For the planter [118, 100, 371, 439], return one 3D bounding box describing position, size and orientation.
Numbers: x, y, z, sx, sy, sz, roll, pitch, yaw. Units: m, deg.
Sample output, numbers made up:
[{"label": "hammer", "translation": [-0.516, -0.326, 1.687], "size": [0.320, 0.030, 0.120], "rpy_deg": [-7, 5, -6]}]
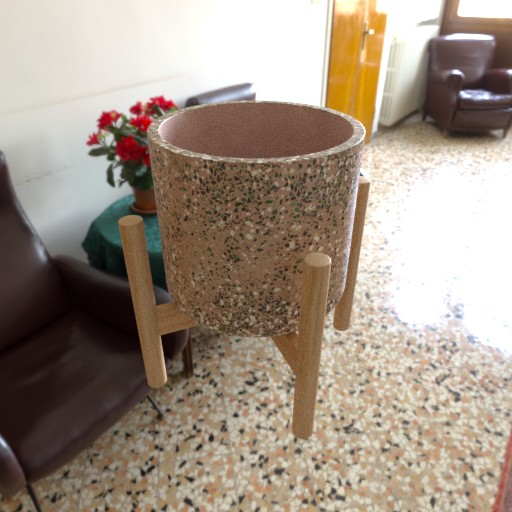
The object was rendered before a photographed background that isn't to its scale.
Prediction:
[{"label": "planter", "translation": [0.000, 0.000, 0.545], "size": [0.284, 0.320, 0.284], "rpy_deg": [0, 32, 0]}]
